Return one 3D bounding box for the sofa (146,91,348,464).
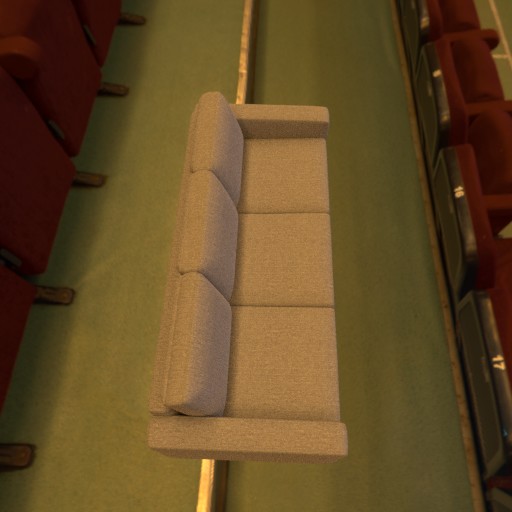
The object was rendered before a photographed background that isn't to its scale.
[{"bbox_3d":[0.000,0.000,2.563,0.900,0.800,2.120,2,61,1],"label":"sofa"}]
